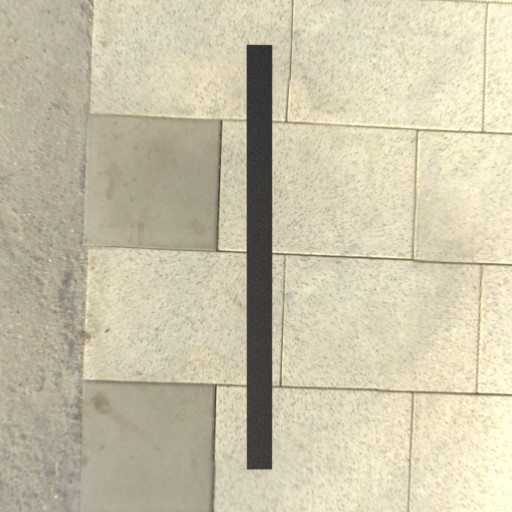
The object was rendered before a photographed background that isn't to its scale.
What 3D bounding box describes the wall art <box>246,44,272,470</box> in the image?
[{"bbox_3d":[0.000,0.000,0.755,0.028,0.557,0.457,0,90,-1],"label":"wall art"}]
